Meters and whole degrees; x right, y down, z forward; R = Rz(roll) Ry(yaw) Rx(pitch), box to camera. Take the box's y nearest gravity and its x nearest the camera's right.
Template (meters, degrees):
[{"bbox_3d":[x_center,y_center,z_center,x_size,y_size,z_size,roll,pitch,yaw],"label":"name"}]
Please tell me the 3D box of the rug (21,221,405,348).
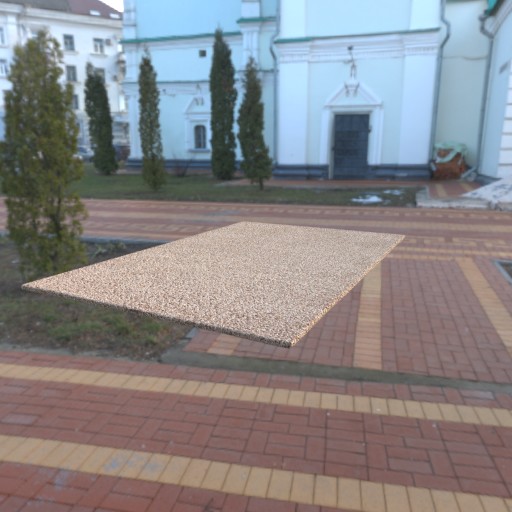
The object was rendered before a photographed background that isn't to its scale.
[{"bbox_3d":[0.000,0.000,3.445,1.778,0.030,2.743,7,15,27],"label":"rug"}]
